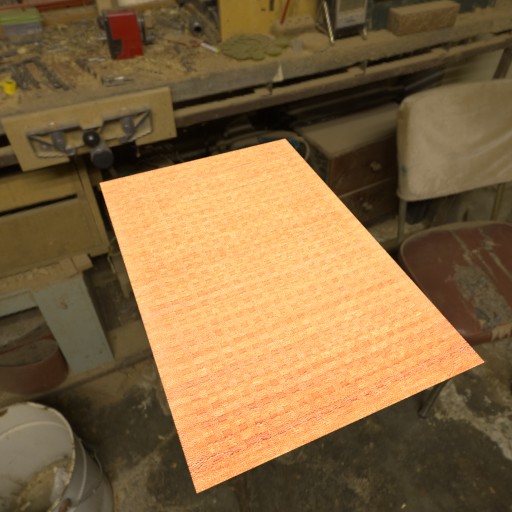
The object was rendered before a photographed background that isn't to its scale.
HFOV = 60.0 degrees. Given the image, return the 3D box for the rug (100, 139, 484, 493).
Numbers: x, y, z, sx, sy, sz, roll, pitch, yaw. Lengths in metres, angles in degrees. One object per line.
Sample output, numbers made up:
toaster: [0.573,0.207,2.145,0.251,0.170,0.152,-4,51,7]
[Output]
rug: [0.000,0.000,2.758,1.524,0.006,2.285,-17,49,-16]
